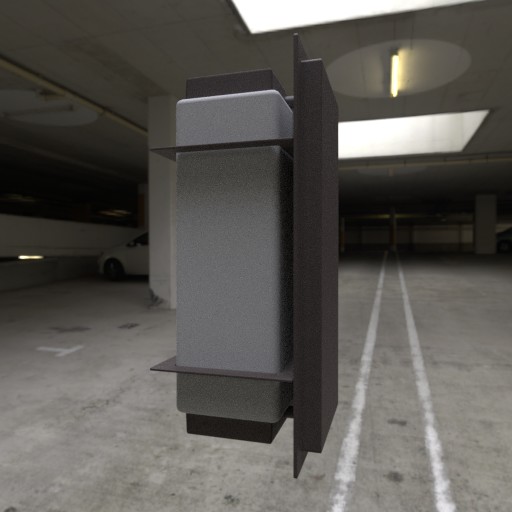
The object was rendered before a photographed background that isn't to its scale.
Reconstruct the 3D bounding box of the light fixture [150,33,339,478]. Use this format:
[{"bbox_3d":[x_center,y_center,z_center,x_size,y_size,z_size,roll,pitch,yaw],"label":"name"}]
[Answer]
[{"bbox_3d":[0.000,0.000,0.432,0.146,0.347,0.153,0,0,17],"label":"light fixture"}]
